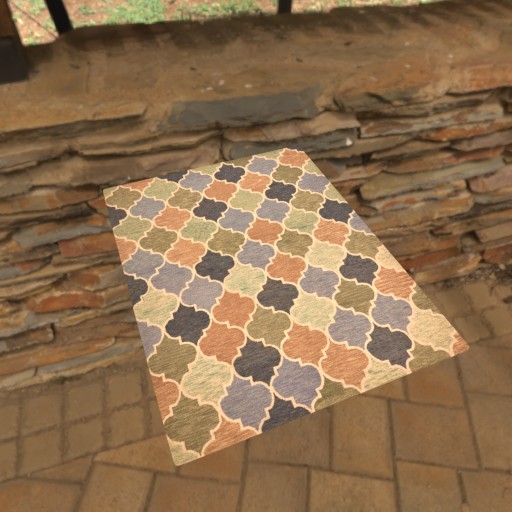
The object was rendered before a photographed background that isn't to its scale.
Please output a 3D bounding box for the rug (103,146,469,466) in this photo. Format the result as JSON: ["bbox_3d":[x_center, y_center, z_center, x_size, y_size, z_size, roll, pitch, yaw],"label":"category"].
[{"bbox_3d":[0.000,0.000,4.273,2.439,0.013,3.200,-16,48,-15],"label":"rug"}]
